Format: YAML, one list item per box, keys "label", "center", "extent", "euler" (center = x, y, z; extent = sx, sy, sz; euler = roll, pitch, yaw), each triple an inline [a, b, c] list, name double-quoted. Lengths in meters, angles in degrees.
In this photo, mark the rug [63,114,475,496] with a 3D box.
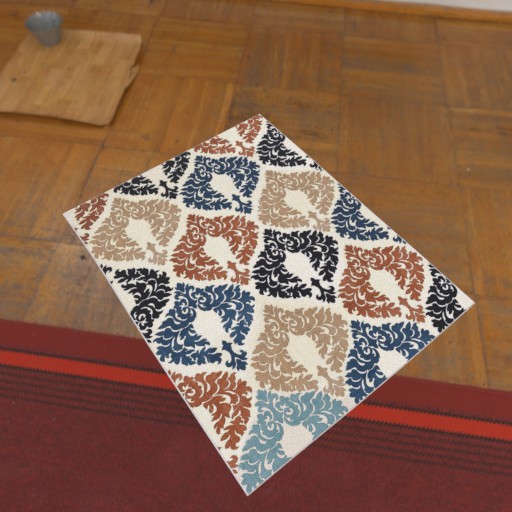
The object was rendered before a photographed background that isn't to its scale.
- label: "rug"
  center: [0.000, 0.000, 4.040]
  extent: [2.423, 0.014, 3.040]
  euler: [-33, 63, -19]
